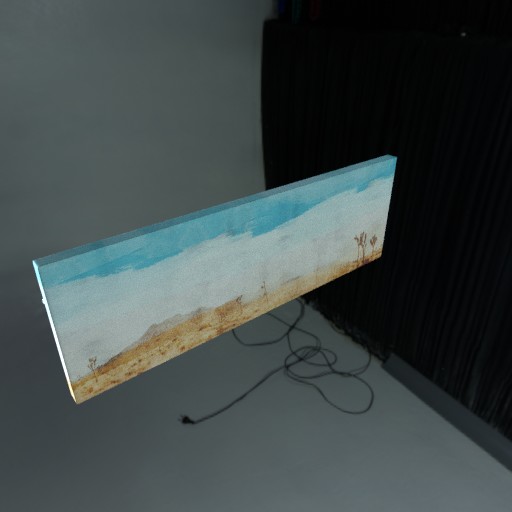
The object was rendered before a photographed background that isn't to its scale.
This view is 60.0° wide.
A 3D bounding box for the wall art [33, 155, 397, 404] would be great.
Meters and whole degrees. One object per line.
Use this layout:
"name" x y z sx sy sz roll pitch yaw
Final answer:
"wall art" 0.000 0.000 0.853 0.759 0.254 0.044 -21 36 -32
